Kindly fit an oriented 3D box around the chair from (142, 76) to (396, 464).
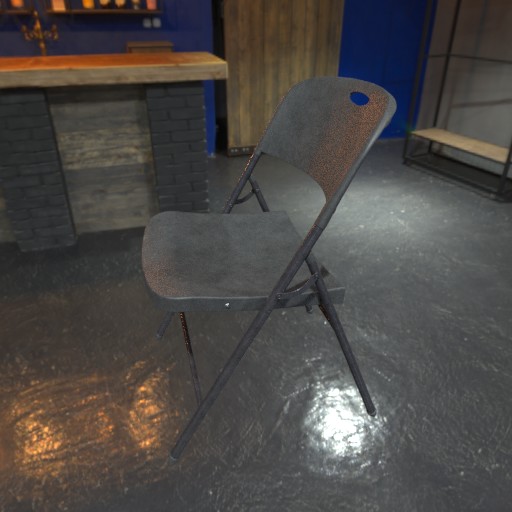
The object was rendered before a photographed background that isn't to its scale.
[{"bbox_3d":[0.000,0.000,1.132,0.566,0.810,0.494,-8,31,-13],"label":"chair"}]
